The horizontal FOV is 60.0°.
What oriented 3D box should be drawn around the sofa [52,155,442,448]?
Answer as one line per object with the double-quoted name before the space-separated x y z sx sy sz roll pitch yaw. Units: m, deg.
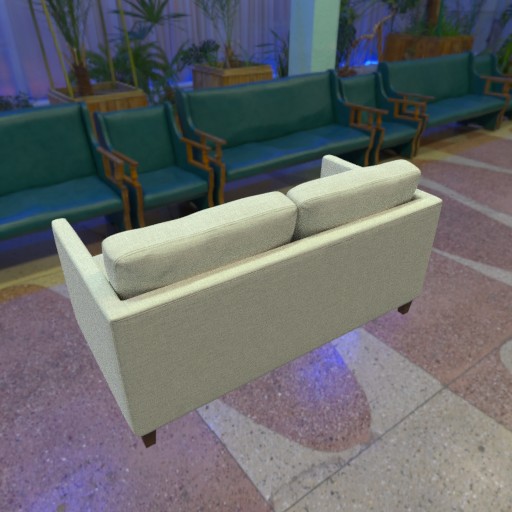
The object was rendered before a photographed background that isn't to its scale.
"sofa" 0.000 0.000 2.423 1.838 0.963 0.950 -19 36 -28
